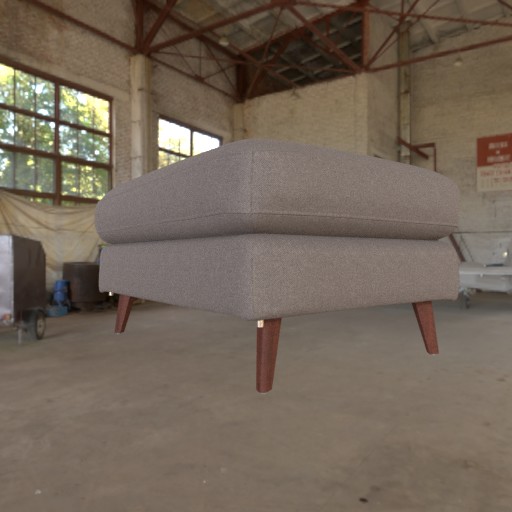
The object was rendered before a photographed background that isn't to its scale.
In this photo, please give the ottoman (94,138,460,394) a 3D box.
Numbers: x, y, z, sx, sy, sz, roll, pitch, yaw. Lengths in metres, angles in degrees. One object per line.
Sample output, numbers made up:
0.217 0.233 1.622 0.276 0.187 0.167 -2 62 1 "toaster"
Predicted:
0.000 0.000 1.140 0.608 0.449 0.811 0 0 -36 "ottoman"
